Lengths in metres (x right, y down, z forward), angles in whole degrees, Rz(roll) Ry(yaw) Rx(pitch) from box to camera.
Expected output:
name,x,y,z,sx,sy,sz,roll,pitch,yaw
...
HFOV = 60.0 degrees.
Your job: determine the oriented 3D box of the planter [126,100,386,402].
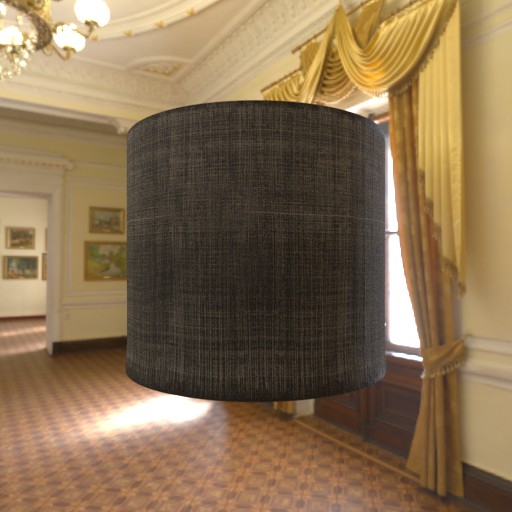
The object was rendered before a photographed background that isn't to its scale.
name,x,y,z,sx,sy,sz,roll,pitch,yaw
planter,0.000,0.000,0.316,0.178,0.157,0.178,0,-1,0
